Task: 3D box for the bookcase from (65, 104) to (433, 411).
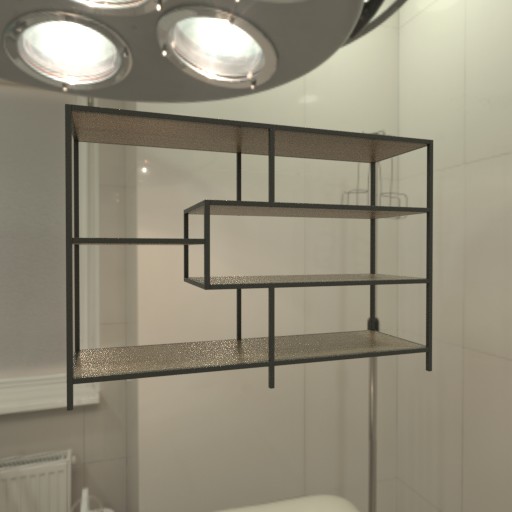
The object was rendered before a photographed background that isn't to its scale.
[{"bbox_3d":[0.000,0.000,1.474,1.140,0.780,0.350,0,1,-19],"label":"bookcase"}]
